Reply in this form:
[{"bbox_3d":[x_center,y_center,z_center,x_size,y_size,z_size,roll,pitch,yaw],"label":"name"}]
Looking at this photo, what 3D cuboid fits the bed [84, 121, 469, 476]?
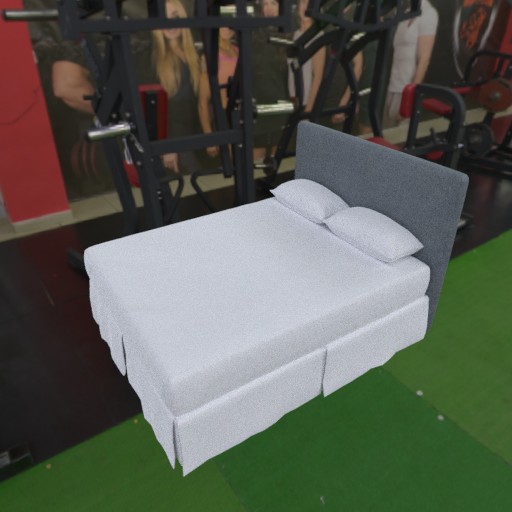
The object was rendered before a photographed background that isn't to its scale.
[{"bbox_3d":[0.000,0.000,3.178,2.142,1.330,1.713,-18,35,-28],"label":"bed"}]
